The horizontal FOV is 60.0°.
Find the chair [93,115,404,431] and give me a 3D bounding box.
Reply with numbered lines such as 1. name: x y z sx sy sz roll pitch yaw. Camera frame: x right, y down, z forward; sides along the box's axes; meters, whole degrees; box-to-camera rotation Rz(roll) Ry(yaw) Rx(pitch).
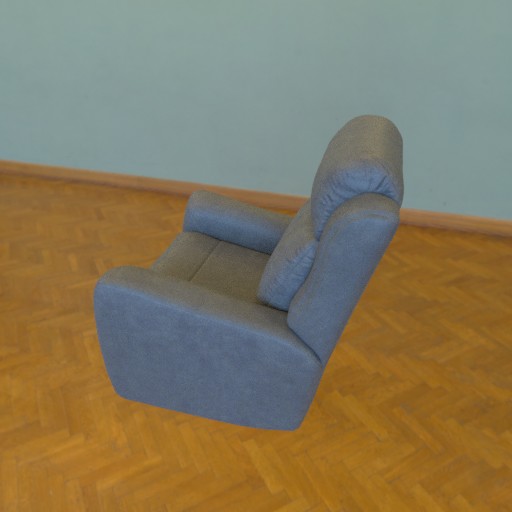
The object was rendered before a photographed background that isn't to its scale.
1. chair: 0.000 0.000 1.894 1.068 1.116 0.967 8 31 14
